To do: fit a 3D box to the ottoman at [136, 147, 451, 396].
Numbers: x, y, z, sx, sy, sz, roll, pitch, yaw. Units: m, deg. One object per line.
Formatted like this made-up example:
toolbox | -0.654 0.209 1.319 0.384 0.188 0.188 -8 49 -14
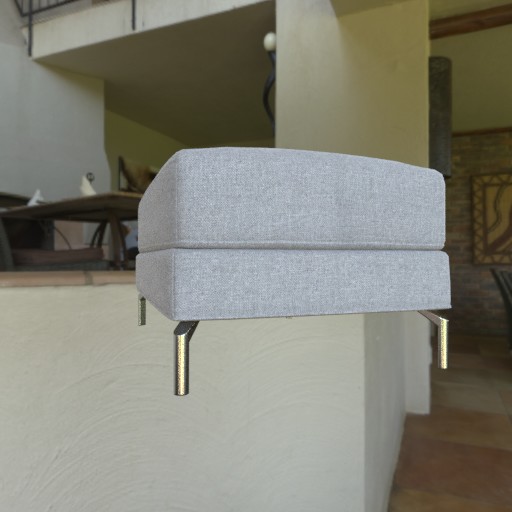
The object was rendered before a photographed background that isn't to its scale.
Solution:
ottoman | 0.000 0.000 1.189 0.584 0.457 0.838 0 0 -19
